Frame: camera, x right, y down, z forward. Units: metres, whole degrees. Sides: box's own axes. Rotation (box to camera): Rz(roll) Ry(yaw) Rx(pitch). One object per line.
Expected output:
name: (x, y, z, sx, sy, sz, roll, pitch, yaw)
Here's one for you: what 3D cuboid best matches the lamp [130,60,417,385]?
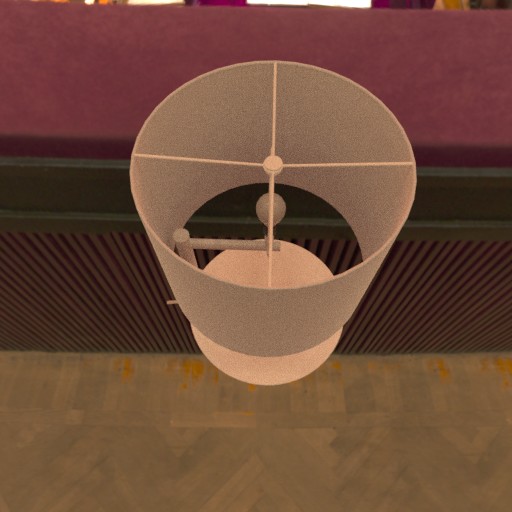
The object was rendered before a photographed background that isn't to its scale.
lamp: (0.000, 0.000, 0.668, 0.341, 0.454, 0.299, 2, 63, 1)
